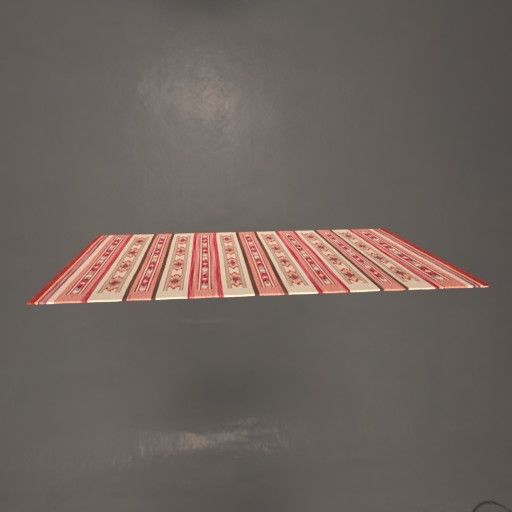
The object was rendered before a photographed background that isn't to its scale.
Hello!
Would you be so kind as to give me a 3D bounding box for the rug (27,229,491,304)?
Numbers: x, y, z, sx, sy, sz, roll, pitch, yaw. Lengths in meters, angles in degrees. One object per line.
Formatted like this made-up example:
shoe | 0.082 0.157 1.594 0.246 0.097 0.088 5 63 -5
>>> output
rug | 0.000 0.000 3.035 2.431 0.010 1.535 -2 15 -6
